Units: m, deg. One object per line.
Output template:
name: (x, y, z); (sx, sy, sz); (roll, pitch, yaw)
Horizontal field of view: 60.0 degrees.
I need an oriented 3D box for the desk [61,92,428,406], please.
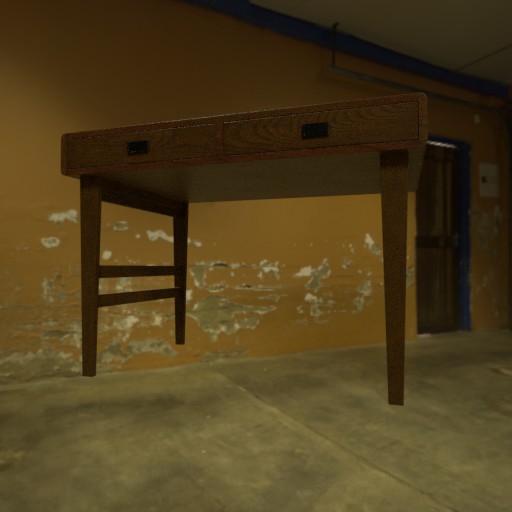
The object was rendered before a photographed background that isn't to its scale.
desk: (0.000, 0.000, 1.514); (1.066, 0.754, 0.660); (0, -2, 18)
